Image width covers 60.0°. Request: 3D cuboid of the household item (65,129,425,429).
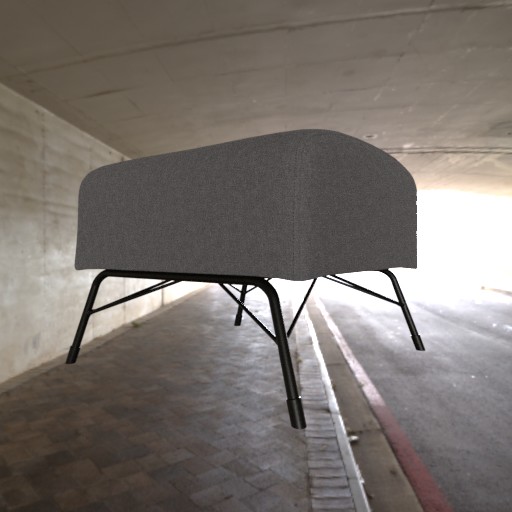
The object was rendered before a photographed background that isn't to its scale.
[{"bbox_3d":[0.000,0.000,0.904,0.530,0.410,0.530,1,1,36],"label":"household item"}]
